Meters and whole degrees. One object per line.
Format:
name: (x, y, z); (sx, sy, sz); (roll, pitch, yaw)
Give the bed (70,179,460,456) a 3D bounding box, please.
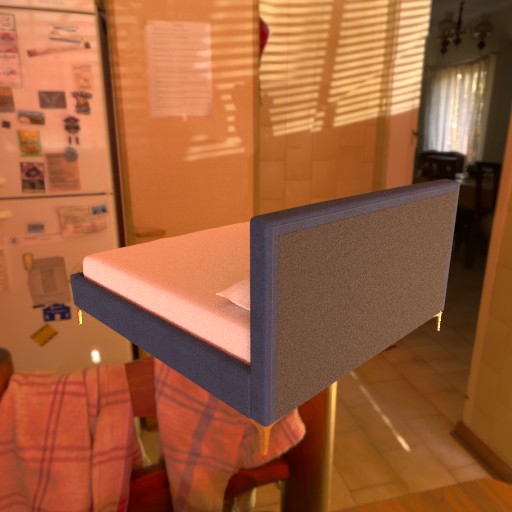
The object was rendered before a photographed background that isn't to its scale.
bed: (0.000, 0.000, 3.519); (2.096, 1.231, 2.232); (-16, 23, -42)
